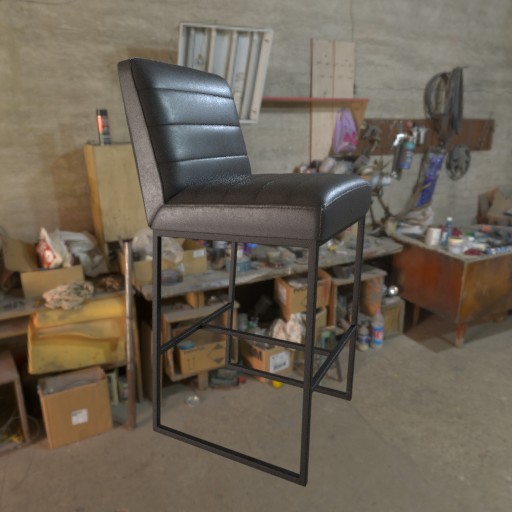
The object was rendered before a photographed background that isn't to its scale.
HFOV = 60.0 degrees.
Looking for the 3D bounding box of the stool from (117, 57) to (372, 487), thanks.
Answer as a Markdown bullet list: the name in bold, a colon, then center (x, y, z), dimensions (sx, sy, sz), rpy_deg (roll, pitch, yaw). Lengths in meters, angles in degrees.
- **stool**: center (0.000, 0.000, 1.278), dimensions (0.552, 1.040, 0.457), rpy_deg (8, 17, 26)
